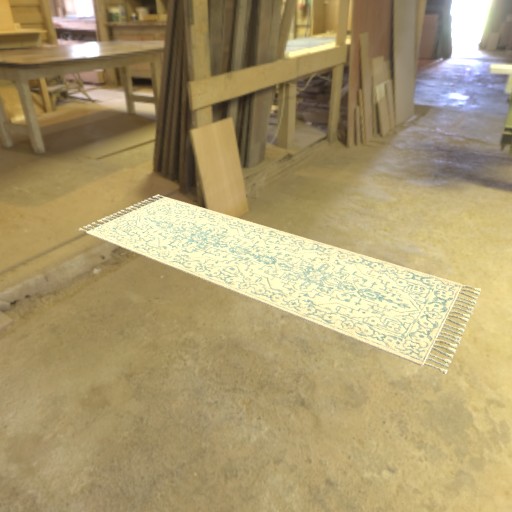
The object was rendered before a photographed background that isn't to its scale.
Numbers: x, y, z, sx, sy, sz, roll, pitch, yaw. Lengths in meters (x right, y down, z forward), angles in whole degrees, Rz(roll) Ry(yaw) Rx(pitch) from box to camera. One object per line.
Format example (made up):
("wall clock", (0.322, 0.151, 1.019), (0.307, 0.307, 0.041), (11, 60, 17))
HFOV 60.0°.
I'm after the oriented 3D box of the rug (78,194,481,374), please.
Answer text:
("rug", (0.000, 0.000, 2.730), (2.449, 0.011, 0.774), (19, 35, 29))
